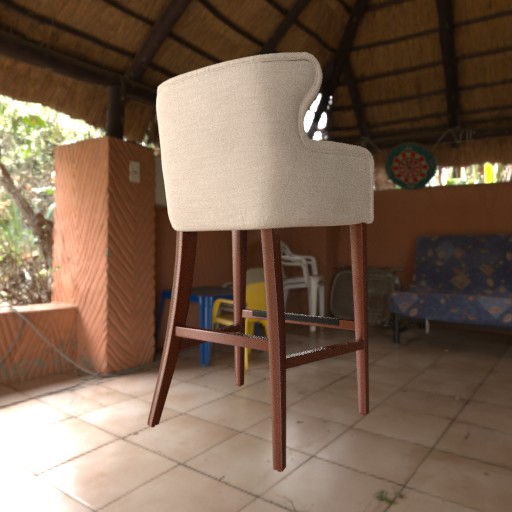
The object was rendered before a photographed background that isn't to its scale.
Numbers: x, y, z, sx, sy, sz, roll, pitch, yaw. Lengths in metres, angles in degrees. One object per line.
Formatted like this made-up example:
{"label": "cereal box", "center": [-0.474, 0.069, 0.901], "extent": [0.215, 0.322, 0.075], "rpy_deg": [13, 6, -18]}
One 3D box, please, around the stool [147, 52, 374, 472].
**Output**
{"label": "stool", "center": [0.000, 0.000, 1.376], "extent": [0.556, 1.034, 0.563], "rpy_deg": [1, 2, 35]}
